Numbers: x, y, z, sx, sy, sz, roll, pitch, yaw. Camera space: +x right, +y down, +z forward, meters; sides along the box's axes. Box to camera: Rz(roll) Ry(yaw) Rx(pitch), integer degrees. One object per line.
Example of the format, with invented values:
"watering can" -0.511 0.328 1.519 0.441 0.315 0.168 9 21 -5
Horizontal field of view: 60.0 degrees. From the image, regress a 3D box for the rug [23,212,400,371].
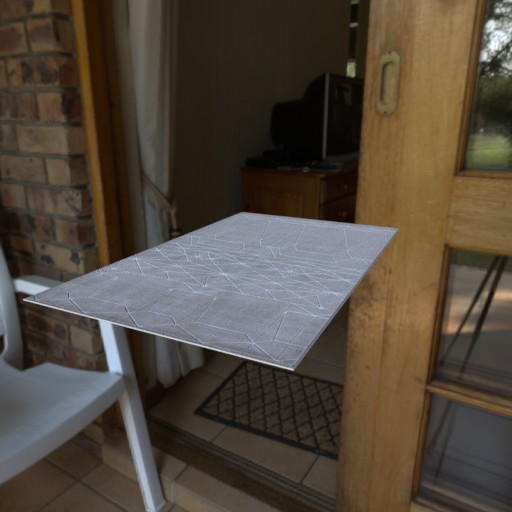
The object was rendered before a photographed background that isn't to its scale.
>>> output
"rug" 0.000 0.000 3.049 1.524 0.012 2.438 9 20 25
